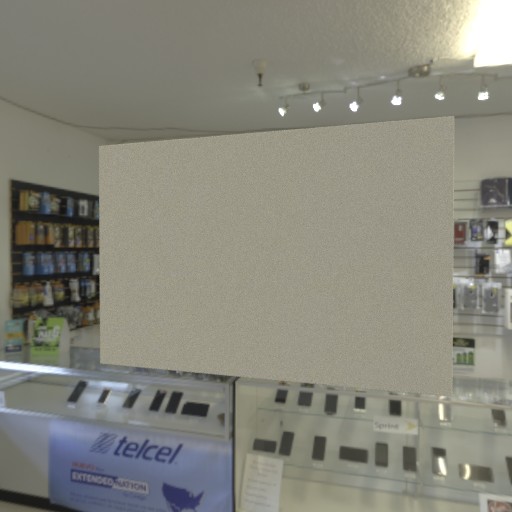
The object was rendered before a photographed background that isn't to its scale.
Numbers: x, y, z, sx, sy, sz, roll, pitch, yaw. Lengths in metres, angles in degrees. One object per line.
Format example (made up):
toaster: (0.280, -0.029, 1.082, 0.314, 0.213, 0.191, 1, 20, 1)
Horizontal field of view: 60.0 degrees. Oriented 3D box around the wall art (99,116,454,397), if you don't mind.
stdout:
wall art: (0.000, 0.000, 1.102, 0.898, 0.601, 0.038, 0, 1, 18)
